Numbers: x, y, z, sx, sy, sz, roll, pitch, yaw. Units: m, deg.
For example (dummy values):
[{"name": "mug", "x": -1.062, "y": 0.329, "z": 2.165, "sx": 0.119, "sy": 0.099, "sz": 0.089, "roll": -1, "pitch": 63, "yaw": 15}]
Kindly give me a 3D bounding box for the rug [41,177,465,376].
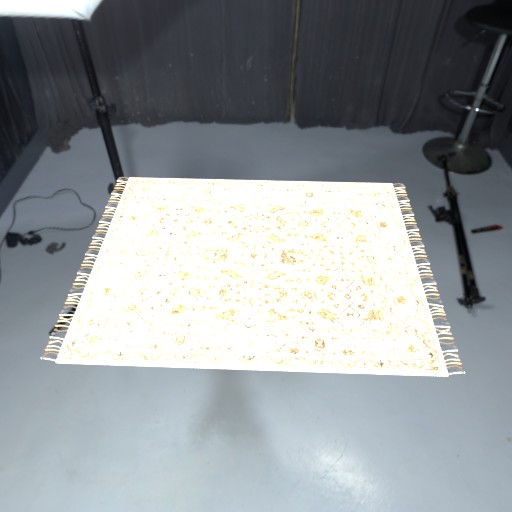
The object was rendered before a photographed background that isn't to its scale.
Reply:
[{"name": "rug", "x": 0.000, "y": 0.000, "z": 2.232, "sx": 1.726, "sy": 0.009, "sz": 1.278, "roll": 2, "pitch": 46, "yaw": 2}]
